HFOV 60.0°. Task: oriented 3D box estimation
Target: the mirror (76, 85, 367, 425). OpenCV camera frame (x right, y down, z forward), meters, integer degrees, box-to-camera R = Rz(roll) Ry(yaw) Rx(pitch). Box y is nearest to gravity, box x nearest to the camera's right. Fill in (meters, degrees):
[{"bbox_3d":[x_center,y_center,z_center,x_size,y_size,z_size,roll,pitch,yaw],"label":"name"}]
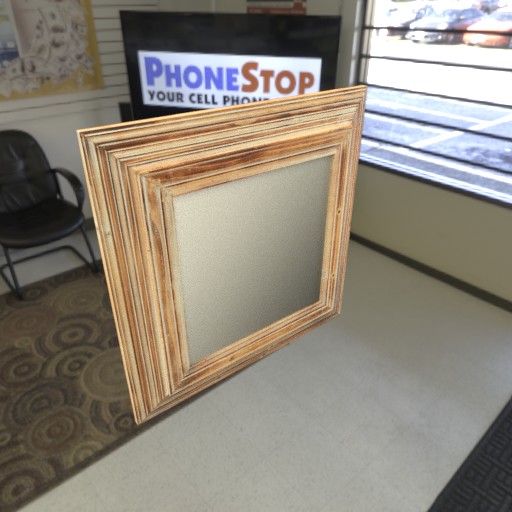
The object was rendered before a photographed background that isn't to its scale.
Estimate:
[{"bbox_3d":[0.000,0.000,1.223,0.804,0.804,0.061,-21,36,-32],"label":"mirror"}]
